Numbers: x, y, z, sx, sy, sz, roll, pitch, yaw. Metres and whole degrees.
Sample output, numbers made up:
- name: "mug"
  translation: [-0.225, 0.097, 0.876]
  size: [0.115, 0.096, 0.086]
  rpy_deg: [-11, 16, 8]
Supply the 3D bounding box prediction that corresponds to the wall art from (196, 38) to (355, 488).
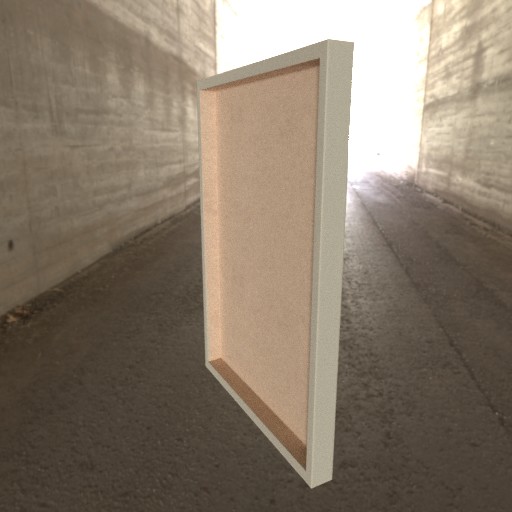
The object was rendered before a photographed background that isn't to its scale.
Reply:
- name: "wall art"
  translation: [0.000, 0.000, 0.765]
  size: [0.038, 0.608, 0.418]
  rpy_deg: [-8, 16, -27]
